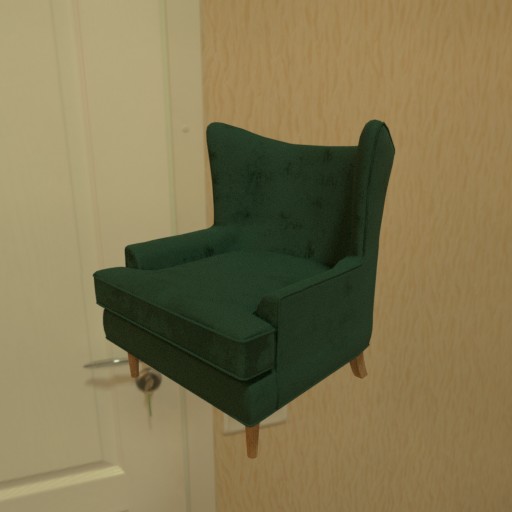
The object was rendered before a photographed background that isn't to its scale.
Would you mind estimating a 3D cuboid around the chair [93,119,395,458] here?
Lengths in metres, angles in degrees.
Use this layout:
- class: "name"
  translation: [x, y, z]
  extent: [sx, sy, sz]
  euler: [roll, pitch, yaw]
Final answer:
- class: "chair"
  translation: [0.000, 0.000, 1.626]
  extent: [0.793, 0.952, 0.910]
  euler: [15, 21, 41]
